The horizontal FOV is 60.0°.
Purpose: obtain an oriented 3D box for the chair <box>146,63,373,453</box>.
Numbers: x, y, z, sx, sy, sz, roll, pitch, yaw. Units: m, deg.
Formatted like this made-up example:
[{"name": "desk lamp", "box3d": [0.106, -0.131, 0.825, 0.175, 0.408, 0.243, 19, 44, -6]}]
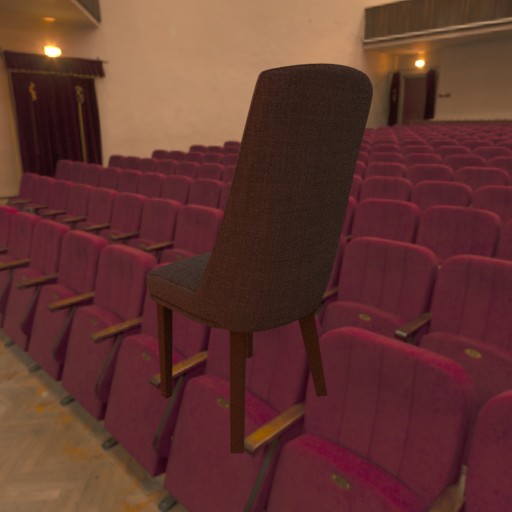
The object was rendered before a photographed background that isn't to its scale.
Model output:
[{"name": "chair", "box3d": [0.000, 0.000, 1.376, 0.510, 1.050, 0.577, -16, 22, -42]}]
